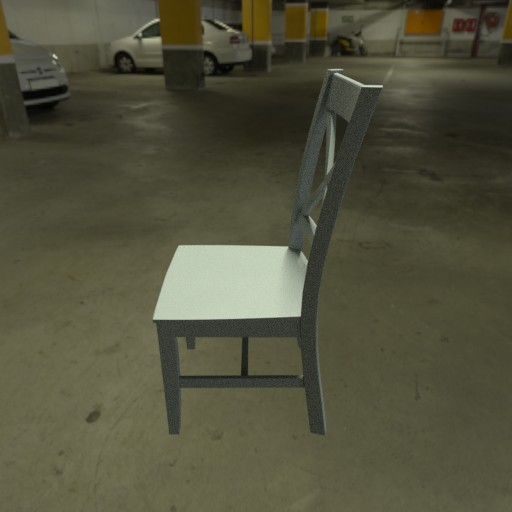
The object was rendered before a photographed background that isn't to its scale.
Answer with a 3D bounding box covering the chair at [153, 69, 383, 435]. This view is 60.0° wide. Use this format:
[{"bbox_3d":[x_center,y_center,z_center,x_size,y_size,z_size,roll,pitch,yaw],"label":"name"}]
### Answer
[{"bbox_3d":[0.000,0.000,1.303,0.542,0.983,0.485,0,27,0],"label":"chair"}]
